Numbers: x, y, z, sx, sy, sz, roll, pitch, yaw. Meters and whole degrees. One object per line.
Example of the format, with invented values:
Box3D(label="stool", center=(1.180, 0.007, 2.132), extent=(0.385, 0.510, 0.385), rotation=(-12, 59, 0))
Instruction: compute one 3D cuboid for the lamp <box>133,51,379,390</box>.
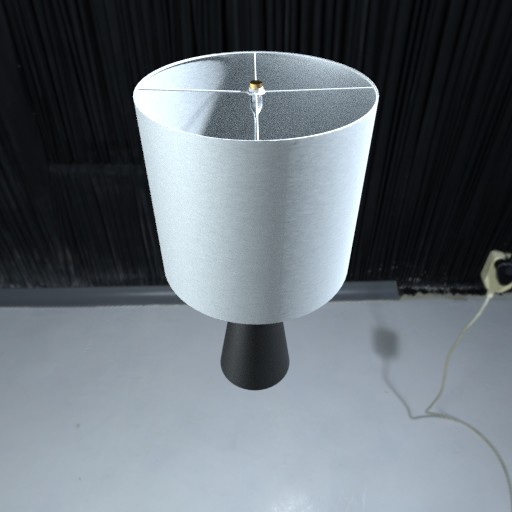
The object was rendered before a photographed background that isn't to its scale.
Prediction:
Box3D(label="lamp", center=(0.000, 0.000, 0.752), extent=(0.308, 0.580, 0.308), rotation=(-1, 40, -1))
